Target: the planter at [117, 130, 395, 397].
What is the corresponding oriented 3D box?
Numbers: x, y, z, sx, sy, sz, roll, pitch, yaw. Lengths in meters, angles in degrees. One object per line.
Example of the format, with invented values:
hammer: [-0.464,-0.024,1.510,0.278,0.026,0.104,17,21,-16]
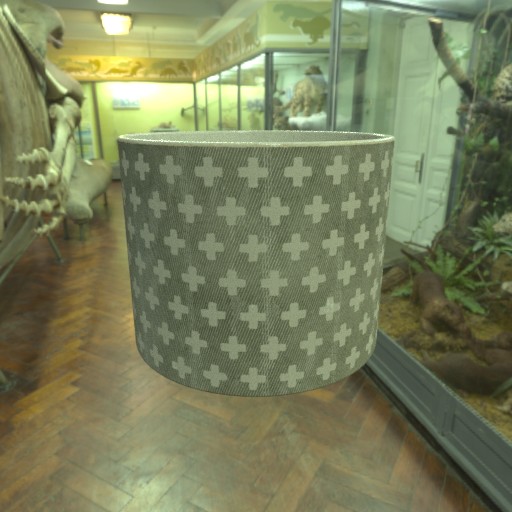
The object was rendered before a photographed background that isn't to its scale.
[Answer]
planter: [0.000,0.000,0.344,0.190,0.181,0.190,0,18,0]
